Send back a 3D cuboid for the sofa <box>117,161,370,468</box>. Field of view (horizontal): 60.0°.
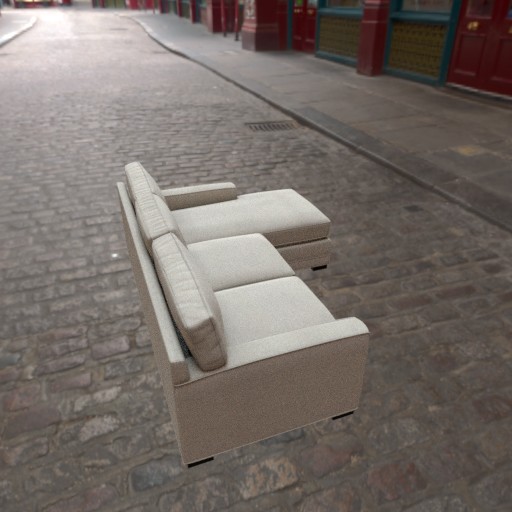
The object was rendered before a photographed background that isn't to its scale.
[{"bbox_3d":[0.000,0.000,2.893,1.496,0.861,2.087,-11,32,-18],"label":"sofa"}]
